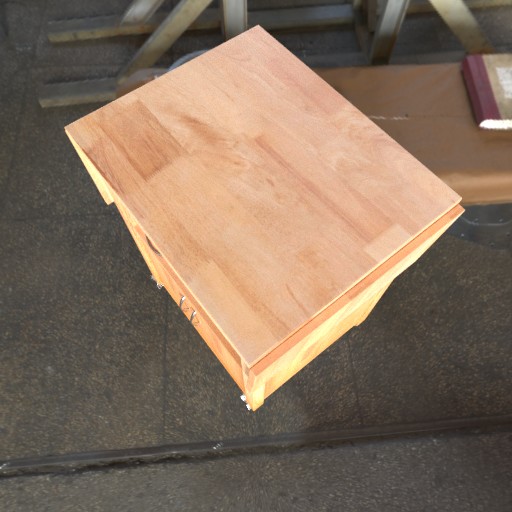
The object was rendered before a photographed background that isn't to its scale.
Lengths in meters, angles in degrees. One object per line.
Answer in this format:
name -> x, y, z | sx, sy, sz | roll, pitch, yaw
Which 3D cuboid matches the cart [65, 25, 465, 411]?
cart -> 0.000, 0.000, 1.230 | 0.508, 0.838, 0.640 | -35, 69, -16
